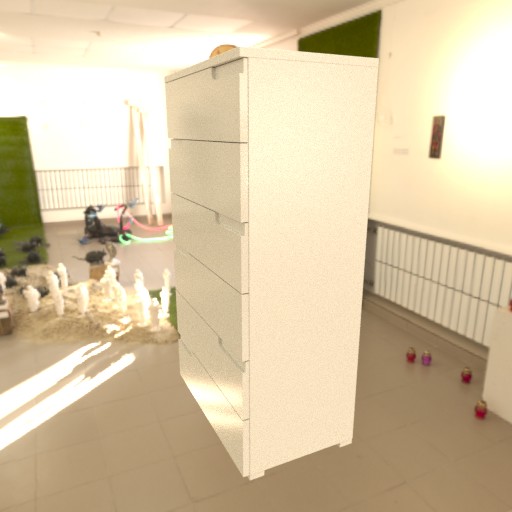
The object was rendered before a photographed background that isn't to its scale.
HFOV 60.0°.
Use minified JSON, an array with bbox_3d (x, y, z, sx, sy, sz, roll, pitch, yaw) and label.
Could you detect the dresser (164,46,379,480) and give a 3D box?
[{"bbox_3d":[0.000,0.000,1.518,0.400,1.190,0.650,-8,17,-25],"label":"dresser"}]
